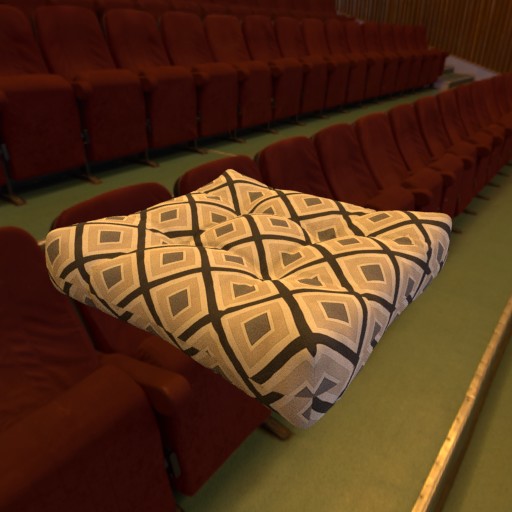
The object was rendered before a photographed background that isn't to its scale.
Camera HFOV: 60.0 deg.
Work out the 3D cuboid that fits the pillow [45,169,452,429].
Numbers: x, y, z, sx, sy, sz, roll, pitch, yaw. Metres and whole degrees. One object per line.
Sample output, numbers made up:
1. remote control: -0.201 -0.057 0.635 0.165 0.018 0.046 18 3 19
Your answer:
1. pillow: 0.000 0.000 0.714 0.490 0.128 0.468 18 31 32
